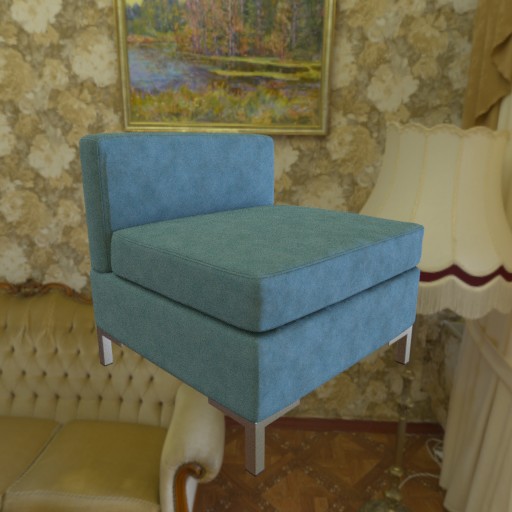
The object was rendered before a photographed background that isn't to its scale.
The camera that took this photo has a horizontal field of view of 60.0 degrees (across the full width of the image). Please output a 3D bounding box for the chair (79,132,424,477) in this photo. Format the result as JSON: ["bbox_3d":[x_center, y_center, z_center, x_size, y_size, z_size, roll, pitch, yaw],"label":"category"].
[{"bbox_3d":[0.000,0.000,1.224,0.685,0.660,0.684,14,21,43],"label":"chair"}]
